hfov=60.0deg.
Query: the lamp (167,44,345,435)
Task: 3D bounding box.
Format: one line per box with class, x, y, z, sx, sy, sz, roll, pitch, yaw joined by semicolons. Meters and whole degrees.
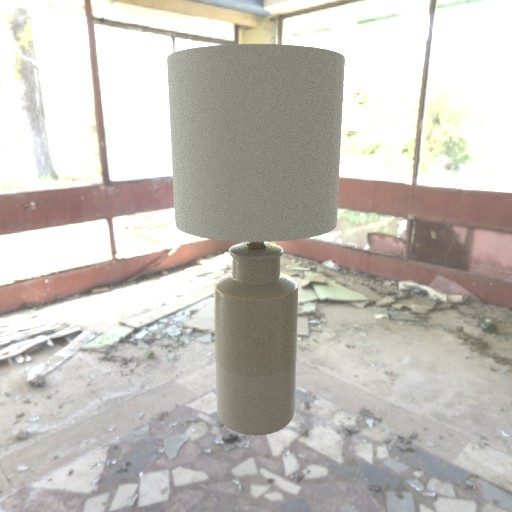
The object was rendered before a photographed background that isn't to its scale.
lamp;0.000;0.000;0.603;0.212;0.493;0.212;-3;16;-10
